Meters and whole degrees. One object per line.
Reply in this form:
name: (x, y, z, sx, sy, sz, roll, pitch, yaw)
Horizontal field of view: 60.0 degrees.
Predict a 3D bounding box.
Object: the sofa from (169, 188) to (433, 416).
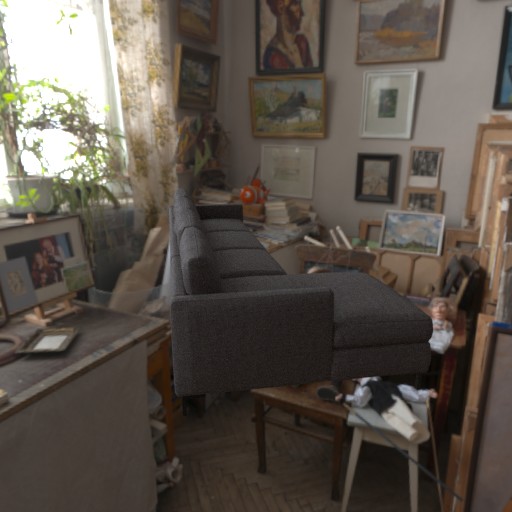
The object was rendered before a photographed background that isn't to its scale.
sofa: (0.000, 0.000, 3.293, 1.258, 0.754, 2.731, -3, 16, -11)
